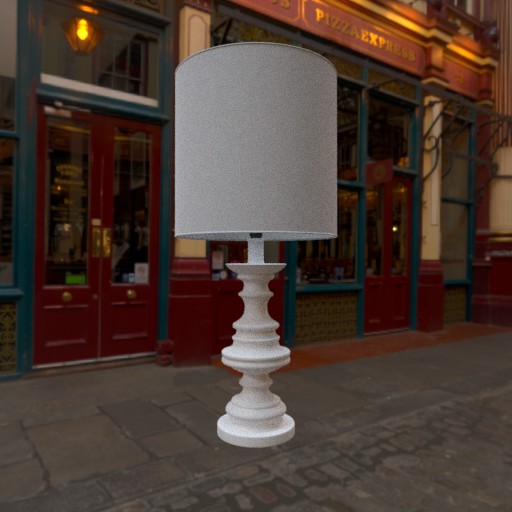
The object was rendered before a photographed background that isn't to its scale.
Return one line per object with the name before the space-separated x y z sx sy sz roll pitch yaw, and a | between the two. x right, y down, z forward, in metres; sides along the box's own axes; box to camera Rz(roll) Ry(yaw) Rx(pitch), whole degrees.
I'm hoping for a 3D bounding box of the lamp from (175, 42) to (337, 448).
lamp | 0.000 0.000 0.576 0.208 0.455 0.208 0 -1 -36
